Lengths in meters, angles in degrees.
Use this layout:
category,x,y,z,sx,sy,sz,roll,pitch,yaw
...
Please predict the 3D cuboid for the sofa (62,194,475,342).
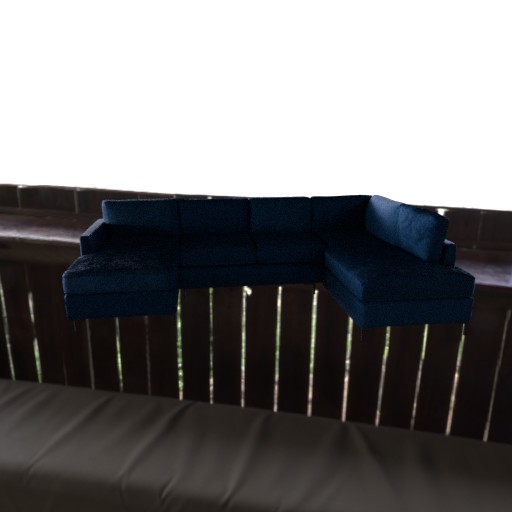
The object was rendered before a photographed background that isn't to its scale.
category,x,y,z,sx,sy,sz,roll,pitch,yaw
sofa,0.000,0.000,4.404,3.434,0.992,2.055,-2,16,-7
